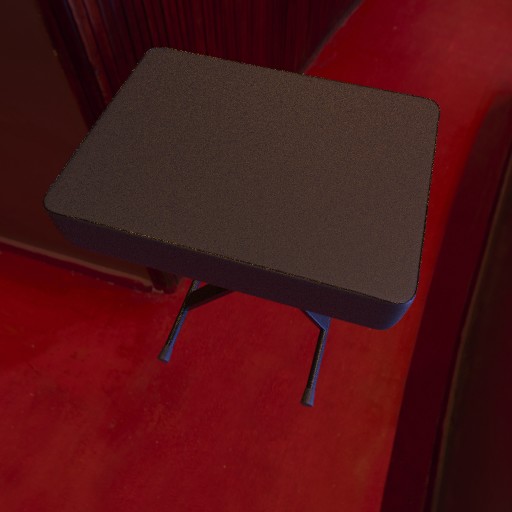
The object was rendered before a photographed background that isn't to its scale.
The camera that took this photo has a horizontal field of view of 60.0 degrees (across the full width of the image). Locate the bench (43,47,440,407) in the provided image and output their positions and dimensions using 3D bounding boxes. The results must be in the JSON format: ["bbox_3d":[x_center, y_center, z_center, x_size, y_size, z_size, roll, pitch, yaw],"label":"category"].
[{"bbox_3d":[0.000,0.000,0.757,0.424,0.500,0.321,15,60,9],"label":"bench"}]
